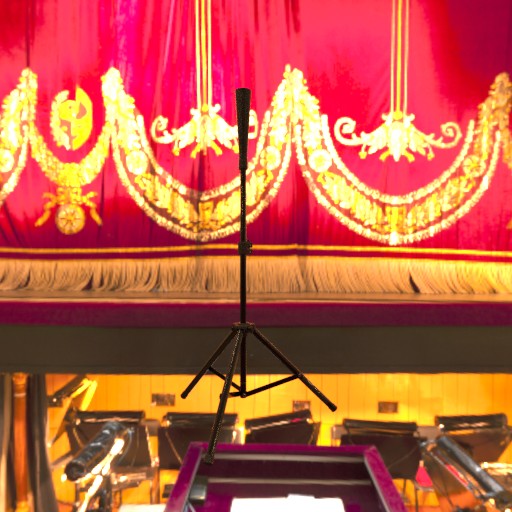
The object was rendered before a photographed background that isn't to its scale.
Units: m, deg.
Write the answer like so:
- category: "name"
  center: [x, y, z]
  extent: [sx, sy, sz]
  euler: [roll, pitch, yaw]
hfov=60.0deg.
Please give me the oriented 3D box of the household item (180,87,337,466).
- category: "household item"
  center: [0.000, 0.000, 1.390]
  extent: [0.559, 1.067, 0.559]
  euler: [0, 0, -1]
